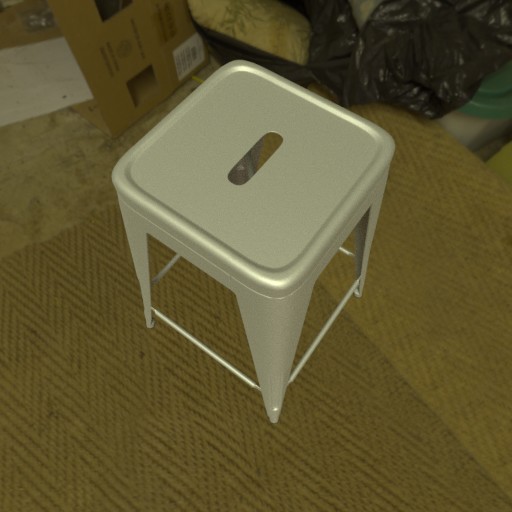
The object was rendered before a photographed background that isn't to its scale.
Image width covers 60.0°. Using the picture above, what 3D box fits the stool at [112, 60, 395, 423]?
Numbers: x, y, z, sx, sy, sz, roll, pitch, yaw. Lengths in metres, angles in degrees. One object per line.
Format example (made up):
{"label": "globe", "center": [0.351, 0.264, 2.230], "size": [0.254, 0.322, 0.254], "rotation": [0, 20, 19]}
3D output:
{"label": "stool", "center": [0.000, 0.000, 0.880], "size": [0.406, 0.610, 0.406], "rotation": [33, 68, 16]}
